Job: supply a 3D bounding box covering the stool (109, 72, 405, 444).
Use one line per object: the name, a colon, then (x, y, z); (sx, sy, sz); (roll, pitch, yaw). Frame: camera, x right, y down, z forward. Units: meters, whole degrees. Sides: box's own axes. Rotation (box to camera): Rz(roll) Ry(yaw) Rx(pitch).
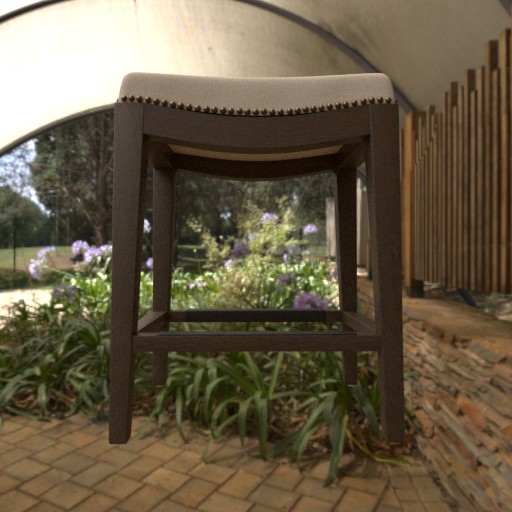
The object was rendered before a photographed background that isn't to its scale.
stool: (0.000, 0.000, 0.926); (0.500, 0.642, 0.361); (0, 0, -1)
